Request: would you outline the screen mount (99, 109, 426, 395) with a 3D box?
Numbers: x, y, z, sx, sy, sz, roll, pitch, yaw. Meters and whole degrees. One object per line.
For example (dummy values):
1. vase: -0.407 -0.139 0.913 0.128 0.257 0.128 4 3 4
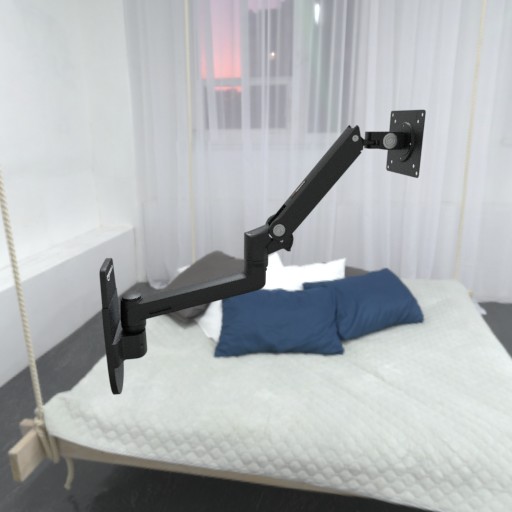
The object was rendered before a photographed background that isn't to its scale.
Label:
1. screen mount: 0.000 0.000 0.744 0.495 0.466 0.115 -3 17 -9
